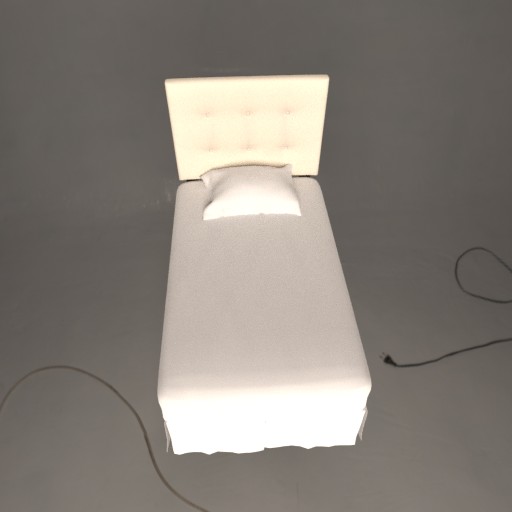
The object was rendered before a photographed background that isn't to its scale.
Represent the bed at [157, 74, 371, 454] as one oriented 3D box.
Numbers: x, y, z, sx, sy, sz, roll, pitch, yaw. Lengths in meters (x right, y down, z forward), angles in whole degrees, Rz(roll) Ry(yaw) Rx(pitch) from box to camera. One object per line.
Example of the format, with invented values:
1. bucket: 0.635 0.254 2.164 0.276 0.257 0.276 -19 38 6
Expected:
1. bed: 0.000 0.000 2.957 1.261 1.571 1.997 -3 46 -2
